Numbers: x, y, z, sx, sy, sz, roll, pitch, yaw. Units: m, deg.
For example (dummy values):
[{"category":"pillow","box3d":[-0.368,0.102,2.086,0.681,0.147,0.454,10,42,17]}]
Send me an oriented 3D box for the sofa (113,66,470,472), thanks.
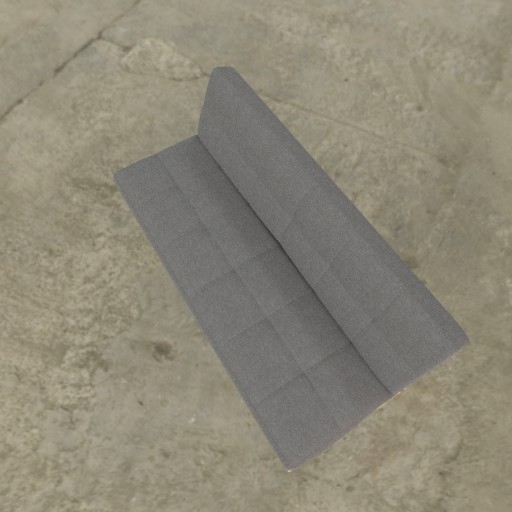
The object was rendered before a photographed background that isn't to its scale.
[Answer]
[{"category":"sofa","box3d":[0.000,0.000,2.226,0.820,0.770,1.820,-29,66,-14]}]
